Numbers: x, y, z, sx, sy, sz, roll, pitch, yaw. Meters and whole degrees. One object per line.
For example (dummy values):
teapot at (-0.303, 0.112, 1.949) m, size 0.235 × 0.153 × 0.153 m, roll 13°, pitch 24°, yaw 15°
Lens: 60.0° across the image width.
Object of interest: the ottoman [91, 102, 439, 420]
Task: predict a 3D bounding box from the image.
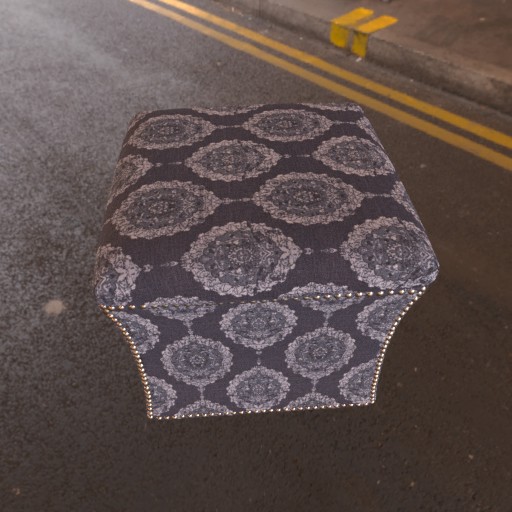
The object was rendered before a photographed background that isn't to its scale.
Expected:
ottoman at (0.000, 0.000, 0.915) m, size 0.507 × 0.475 × 0.497 m, roll -3°, pitch 46°, yaw -3°
